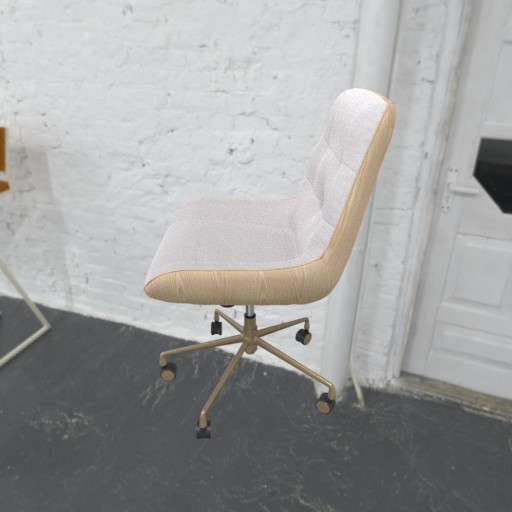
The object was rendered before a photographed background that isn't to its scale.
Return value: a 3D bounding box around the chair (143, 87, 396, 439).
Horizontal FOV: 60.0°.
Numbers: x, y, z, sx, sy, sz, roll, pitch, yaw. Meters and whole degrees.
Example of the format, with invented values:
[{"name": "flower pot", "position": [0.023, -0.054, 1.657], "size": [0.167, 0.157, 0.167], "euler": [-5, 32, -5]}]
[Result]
[{"name": "chair", "position": [0.000, 0.000, 1.353], "size": [0.668, 0.952, 0.564], "euler": [0, 26, -1]}]
